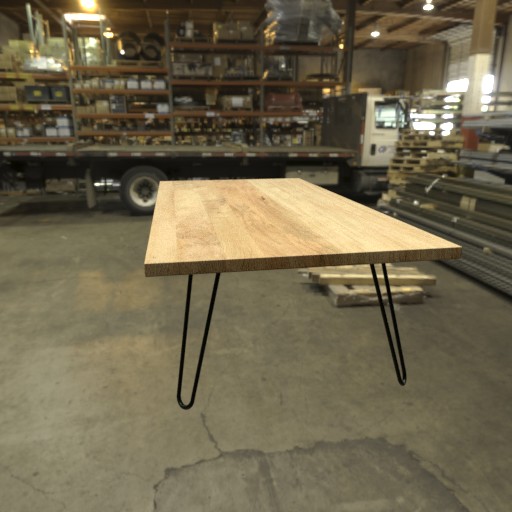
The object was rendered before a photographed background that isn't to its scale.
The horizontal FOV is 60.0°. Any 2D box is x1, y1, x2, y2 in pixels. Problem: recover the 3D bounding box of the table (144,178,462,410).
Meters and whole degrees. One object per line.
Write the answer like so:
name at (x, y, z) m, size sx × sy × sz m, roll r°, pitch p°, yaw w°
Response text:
table at (0.000, 0.000, 1.630) m, size 0.699 × 0.400 × 1.348 m, roll -3°, pitch 17°, yaw -10°
